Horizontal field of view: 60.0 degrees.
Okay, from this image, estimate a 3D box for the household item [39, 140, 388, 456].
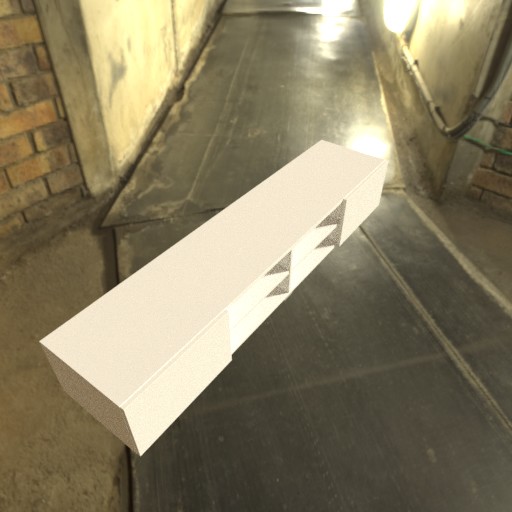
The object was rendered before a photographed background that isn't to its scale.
[{"bbox_3d":[0.000,0.000,2.041,0.420,0.310,1.850,26,47,27],"label":"household item"}]
